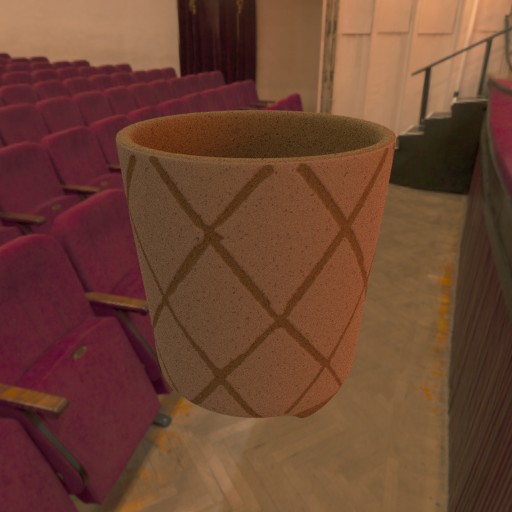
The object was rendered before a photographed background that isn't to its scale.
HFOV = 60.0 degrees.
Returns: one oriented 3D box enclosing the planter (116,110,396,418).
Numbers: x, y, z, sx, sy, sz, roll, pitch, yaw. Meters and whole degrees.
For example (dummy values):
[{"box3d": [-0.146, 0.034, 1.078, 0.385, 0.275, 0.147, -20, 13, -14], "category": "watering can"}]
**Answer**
[{"box3d": [0.000, 0.000, 0.355, 0.191, 0.199, 0.191, 0, 26, 0], "category": "planter"}]
